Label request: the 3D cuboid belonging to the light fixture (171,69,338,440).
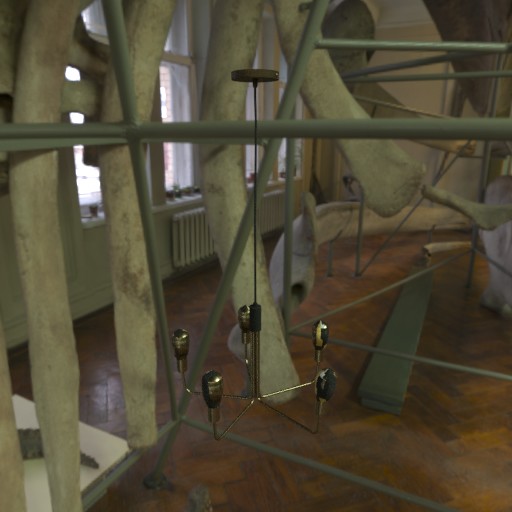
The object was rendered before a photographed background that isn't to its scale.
[{"bbox_3d":[0.000,0.000,1.363,0.588,1.059,0.532,8,18,26],"label":"light fixture"}]
